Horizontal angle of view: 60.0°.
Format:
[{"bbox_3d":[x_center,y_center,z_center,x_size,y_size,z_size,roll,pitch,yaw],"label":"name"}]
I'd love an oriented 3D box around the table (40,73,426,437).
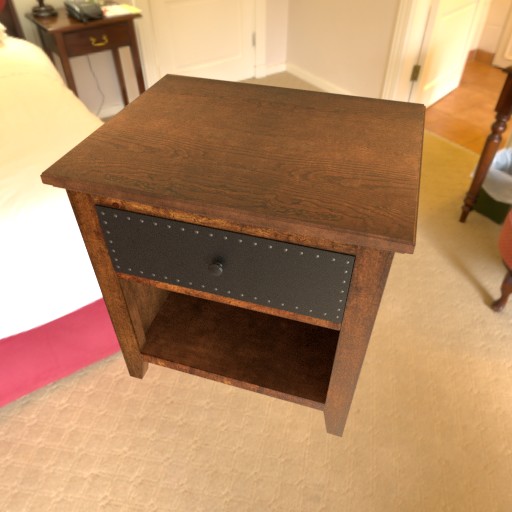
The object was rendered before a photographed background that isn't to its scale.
[{"bbox_3d":[0.000,0.000,1.004,0.586,0.597,0.461,12,43,13],"label":"table"}]
